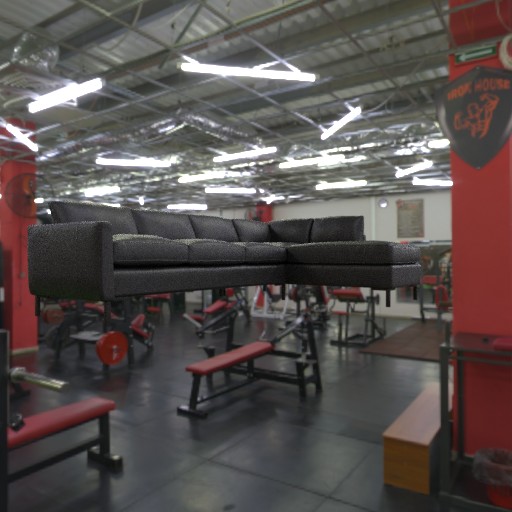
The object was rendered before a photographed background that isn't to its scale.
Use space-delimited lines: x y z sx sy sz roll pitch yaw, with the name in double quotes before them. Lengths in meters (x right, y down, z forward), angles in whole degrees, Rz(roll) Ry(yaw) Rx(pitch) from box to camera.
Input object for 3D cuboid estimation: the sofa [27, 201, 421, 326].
"sofa" 0.000 0.000 3.813 1.938 0.877 2.984 0 0 36
